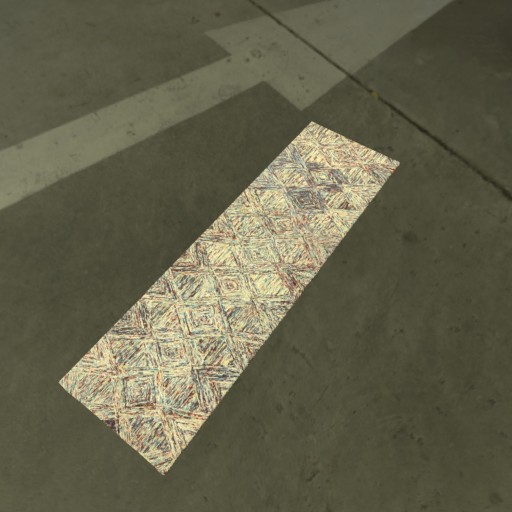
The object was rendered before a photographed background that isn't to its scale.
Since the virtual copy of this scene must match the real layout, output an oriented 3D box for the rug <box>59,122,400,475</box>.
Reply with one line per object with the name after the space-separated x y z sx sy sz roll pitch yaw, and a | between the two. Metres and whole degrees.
0.000 0.000 2.520 0.688 0.015 2.292 31 62 19 | rug
